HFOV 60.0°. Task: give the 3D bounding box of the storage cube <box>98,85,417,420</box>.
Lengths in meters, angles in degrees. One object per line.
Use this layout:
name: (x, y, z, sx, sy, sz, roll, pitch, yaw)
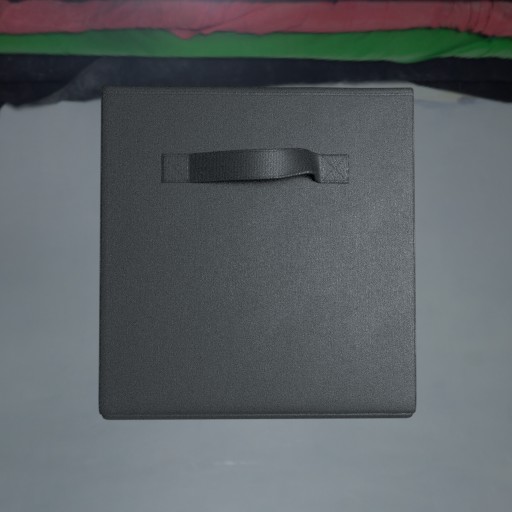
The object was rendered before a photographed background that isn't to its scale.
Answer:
storage cube: (0.000, 0.000, 0.487, 0.270, 0.280, 0.270, 0, -1, -1)
